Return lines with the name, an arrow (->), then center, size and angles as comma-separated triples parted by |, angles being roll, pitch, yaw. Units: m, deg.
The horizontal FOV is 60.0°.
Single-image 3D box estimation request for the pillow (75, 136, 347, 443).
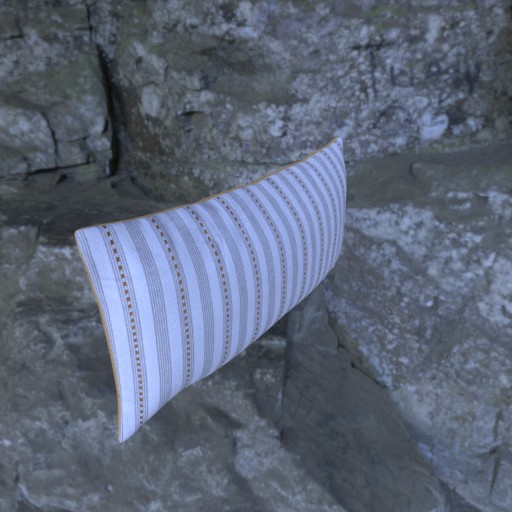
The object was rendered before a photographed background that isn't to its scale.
pillow -> 0.000, 0.000, 0.723 | 0.151, 0.291, 0.608 | 17, 31, 31
